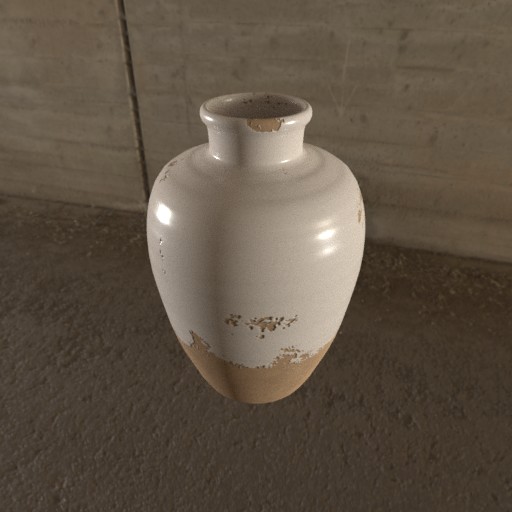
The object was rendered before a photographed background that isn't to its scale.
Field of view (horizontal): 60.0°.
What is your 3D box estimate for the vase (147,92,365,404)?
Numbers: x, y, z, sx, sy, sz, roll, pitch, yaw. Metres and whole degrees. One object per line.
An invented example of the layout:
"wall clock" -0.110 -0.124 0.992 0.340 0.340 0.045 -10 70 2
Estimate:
"vase" 0.000 0.000 0.342 0.158 0.228 0.158 0 33 0
